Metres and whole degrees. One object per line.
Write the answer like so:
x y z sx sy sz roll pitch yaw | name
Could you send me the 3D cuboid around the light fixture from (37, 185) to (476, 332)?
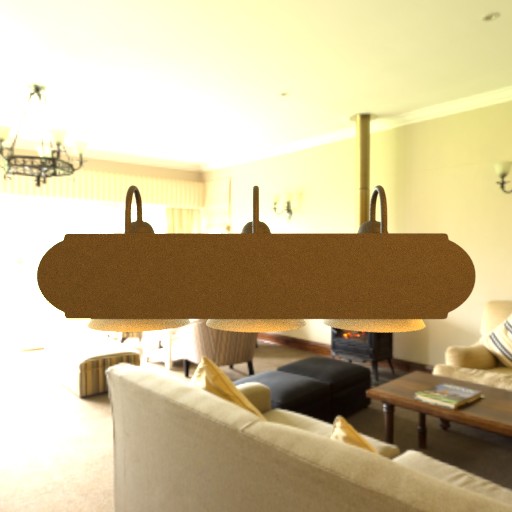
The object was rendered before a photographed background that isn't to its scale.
0.000 0.000 0.714 0.610 0.222 0.199 0 1 0 | light fixture
